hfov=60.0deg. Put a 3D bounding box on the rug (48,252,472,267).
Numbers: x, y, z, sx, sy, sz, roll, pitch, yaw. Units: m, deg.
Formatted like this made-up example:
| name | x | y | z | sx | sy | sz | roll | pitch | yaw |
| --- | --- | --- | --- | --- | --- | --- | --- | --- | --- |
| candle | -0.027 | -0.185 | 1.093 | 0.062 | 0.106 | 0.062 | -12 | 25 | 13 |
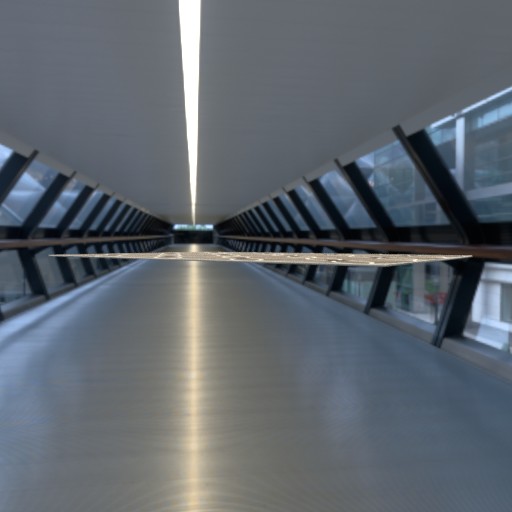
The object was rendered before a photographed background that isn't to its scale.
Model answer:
| name | x | y | z | sx | sy | sz | roll | pitch | yaw |
| --- | --- | --- | --- | --- | --- | --- | --- | --- | --- |
| rug | 0.000 | 0.000 | 2.849 | 2.284 | 0.008 | 1.522 | 1 | 2 | 36 |
